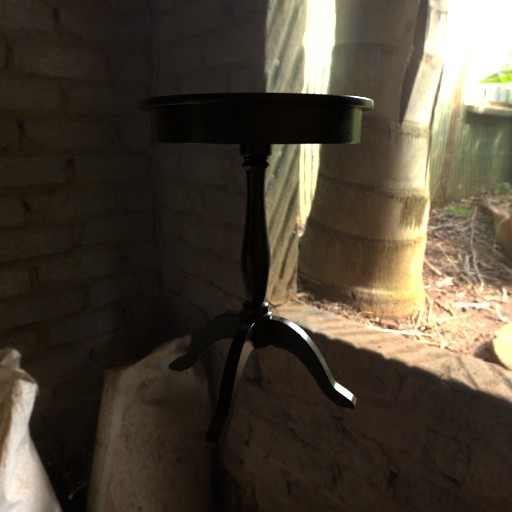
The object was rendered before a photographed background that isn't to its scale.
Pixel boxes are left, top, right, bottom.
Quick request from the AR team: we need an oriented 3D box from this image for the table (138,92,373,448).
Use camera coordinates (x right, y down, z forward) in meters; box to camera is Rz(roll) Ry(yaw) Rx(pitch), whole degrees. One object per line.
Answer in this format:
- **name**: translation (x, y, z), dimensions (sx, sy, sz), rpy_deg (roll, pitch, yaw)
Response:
- **table**: translation (0.000, 0.000, 1.014), dimensions (0.481, 0.665, 0.481), rpy_deg (0, 15, 0)
